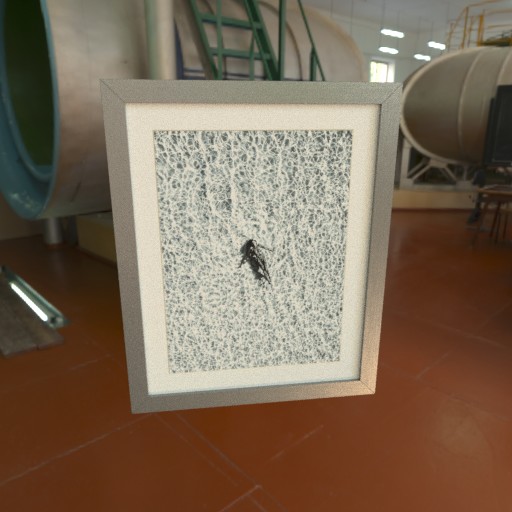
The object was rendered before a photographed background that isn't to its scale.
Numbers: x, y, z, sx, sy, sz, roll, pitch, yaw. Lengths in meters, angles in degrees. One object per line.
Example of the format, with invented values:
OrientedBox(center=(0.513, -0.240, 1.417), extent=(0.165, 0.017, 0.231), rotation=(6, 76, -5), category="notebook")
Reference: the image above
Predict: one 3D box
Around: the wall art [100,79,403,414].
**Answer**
OrientedBox(center=(0.000, 0.000, 0.516), extent=(0.308, 0.379, 0.030), rotation=(-2, 17, -7), category="wall art")
